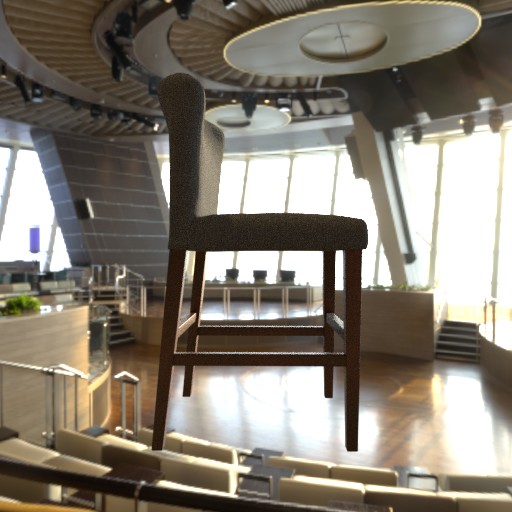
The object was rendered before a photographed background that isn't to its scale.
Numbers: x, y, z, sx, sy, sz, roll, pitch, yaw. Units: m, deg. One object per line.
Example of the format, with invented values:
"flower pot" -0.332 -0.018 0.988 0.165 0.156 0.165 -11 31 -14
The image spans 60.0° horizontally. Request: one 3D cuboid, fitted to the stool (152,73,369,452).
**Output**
"stool" 0.000 0.000 1.316 0.568 0.968 0.479 0 0 1
